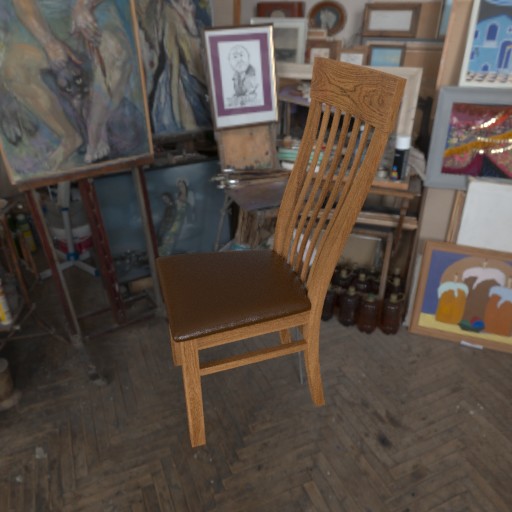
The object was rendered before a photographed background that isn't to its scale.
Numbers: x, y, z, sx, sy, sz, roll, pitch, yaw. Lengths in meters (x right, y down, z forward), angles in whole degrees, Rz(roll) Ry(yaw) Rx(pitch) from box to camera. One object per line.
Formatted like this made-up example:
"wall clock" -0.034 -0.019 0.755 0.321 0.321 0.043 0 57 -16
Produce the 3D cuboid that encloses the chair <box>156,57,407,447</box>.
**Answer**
"chair" 0.000 0.000 1.347 0.580 1.050 0.450 -9 31 -15
